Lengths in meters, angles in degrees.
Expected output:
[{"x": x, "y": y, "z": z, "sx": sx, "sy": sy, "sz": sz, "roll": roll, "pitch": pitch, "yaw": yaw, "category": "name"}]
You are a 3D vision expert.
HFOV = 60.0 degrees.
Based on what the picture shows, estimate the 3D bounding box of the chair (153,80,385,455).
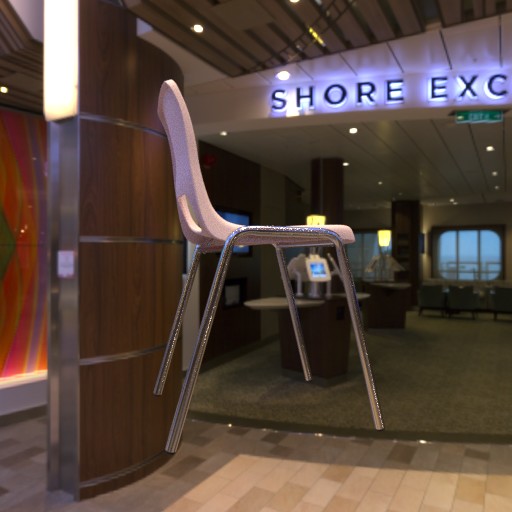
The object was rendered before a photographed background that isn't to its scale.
[{"x": 0.000, "y": 0.000, "z": 1.007, "sx": 0.436, "sy": 0.704, "sz": 0.381, "roll": 0, "pitch": 0, "yaw": -16, "category": "chair"}]
